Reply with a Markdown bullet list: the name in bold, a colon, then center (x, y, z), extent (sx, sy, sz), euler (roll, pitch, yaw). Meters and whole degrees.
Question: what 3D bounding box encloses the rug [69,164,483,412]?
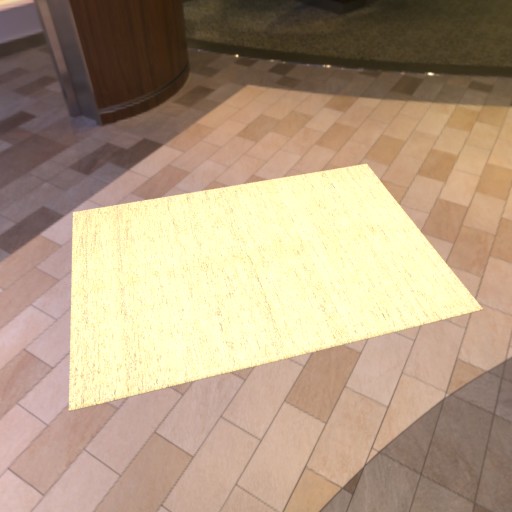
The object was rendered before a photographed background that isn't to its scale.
- **rug**: center (0.000, 0.000, 2.313), extent (1.850, 0.015, 1.250), euler (-11, 46, -11)
